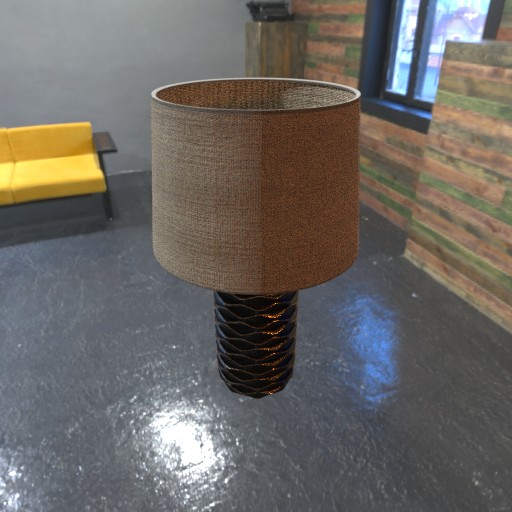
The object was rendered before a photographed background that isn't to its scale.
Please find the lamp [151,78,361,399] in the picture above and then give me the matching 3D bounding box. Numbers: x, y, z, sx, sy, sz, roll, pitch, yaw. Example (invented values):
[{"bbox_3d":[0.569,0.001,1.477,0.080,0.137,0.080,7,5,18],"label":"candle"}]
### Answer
[{"bbox_3d":[0.000,0.000,0.842,0.376,0.594,0.376,0,29,0],"label":"lamp"}]
